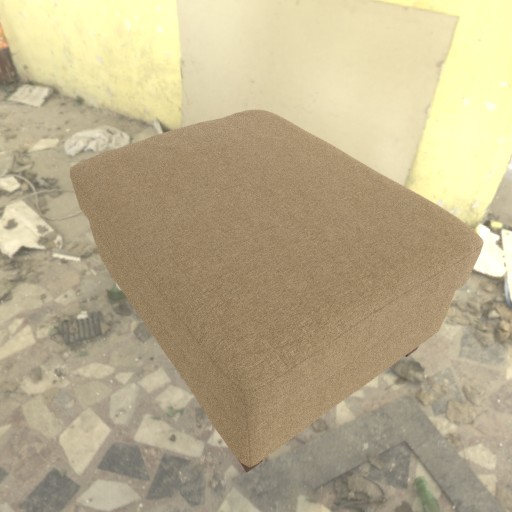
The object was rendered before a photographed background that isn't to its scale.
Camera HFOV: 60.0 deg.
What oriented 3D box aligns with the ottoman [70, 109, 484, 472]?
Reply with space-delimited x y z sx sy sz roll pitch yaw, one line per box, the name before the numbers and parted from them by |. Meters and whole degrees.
ottoman | 0.000 0.000 1.245 0.692 0.511 0.889 -26 48 -26
